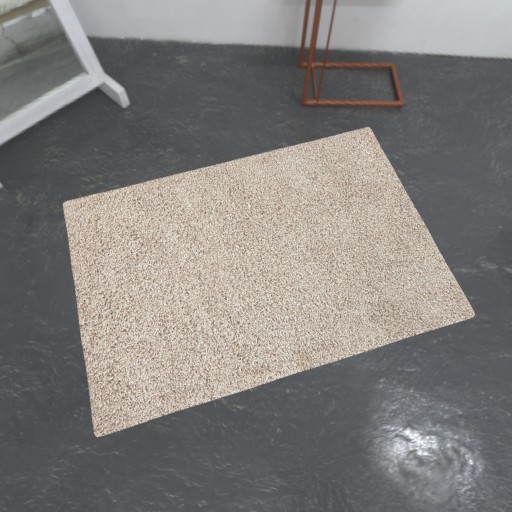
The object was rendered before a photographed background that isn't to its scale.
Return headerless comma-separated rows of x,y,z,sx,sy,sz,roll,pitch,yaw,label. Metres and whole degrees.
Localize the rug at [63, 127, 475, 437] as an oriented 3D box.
0.000,0.000,2.221,1.778,0.030,1.219,-16,64,-8,rug
